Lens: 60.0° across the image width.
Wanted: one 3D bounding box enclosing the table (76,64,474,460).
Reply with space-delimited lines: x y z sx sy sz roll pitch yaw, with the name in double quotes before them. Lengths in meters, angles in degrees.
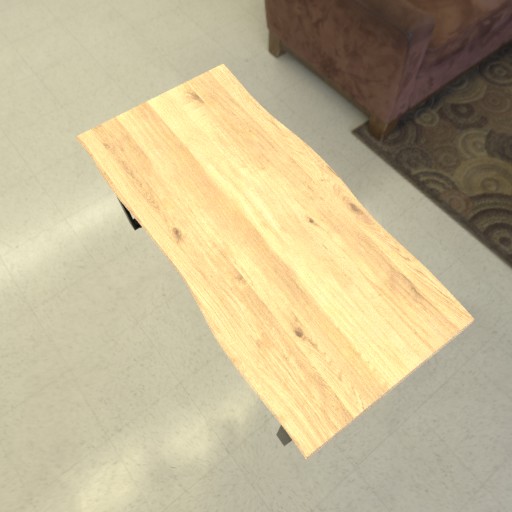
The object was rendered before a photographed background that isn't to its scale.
"table" 0.000 0.000 2.320 0.900 0.780 1.800 -33 68 -15
